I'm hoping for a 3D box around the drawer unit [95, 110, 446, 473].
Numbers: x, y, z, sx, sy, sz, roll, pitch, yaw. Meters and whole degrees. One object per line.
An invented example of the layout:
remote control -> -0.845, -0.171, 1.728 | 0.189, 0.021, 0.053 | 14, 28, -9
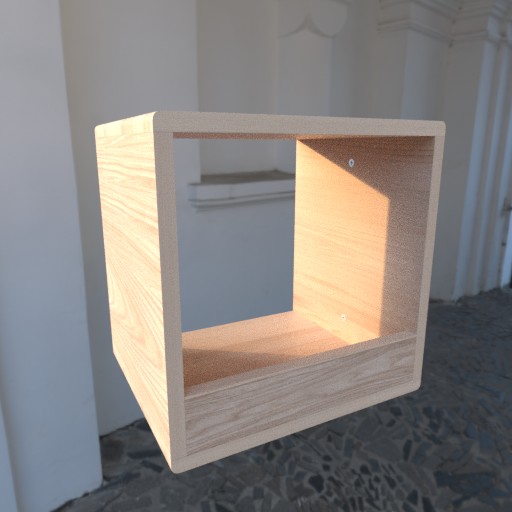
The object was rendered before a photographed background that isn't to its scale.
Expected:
drawer unit -> 0.000, 0.000, 0.599 | 0.344, 0.344, 0.290 | -7, 16, -27
